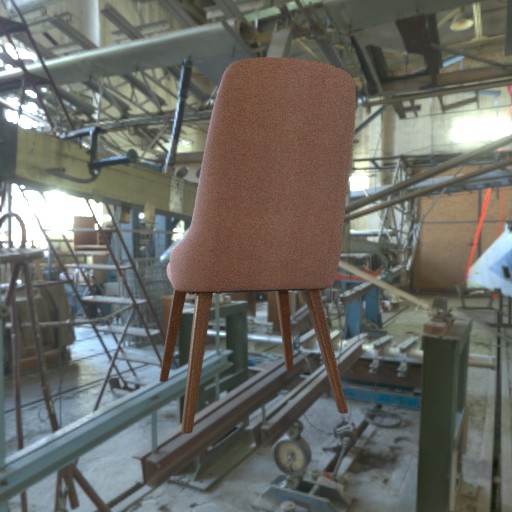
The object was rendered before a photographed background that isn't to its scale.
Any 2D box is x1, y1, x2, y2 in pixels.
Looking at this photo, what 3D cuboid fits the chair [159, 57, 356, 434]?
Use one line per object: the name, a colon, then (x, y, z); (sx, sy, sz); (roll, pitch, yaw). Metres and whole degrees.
chair: (0.000, 0.000, 1.354); (0.535, 0.918, 0.707); (0, 1, -17)
